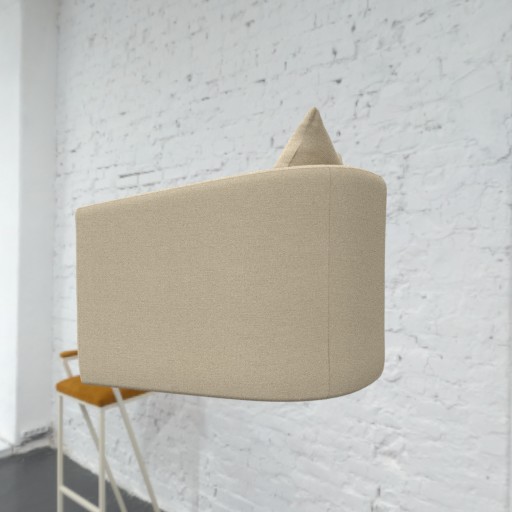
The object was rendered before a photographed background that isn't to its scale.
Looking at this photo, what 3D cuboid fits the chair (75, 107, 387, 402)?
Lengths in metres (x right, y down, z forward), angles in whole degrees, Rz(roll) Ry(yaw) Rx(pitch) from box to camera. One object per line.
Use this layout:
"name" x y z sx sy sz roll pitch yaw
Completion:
"chair" 0.000 0.000 1.605 0.910 0.848 0.845 0 -1 18
